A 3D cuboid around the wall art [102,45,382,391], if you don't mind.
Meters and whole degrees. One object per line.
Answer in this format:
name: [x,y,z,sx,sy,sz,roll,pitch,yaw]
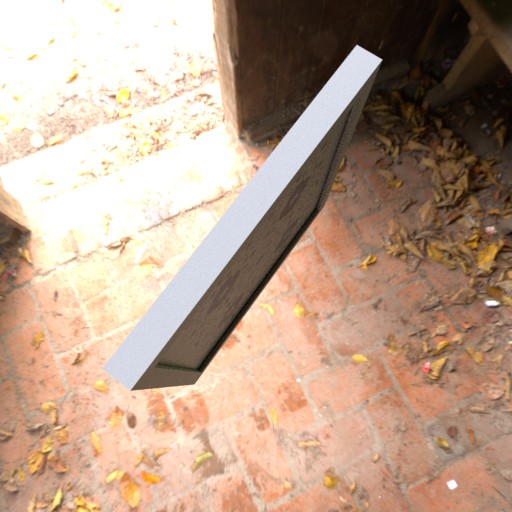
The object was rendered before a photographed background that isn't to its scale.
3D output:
wall art: [0.000,0.000,0.537,0.027,0.355,0.355,35,77,9]
